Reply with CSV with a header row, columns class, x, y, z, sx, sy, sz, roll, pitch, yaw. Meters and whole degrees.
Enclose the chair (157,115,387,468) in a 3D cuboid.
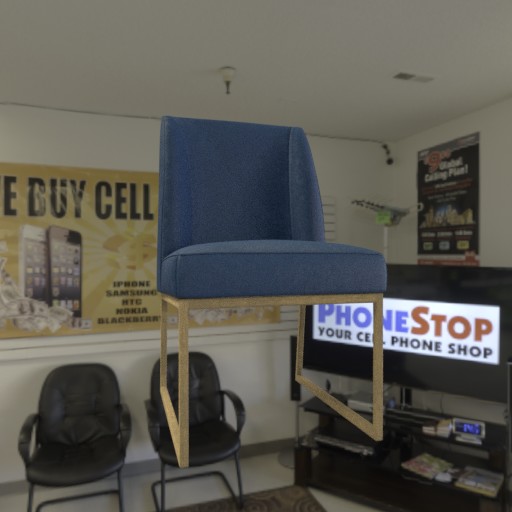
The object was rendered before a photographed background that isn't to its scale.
class,x,y,z,sx,sy,sz,roll,pitch,yaw
chair,0.000,0.000,1.207,0.508,0.863,0.522,0,1,-17
